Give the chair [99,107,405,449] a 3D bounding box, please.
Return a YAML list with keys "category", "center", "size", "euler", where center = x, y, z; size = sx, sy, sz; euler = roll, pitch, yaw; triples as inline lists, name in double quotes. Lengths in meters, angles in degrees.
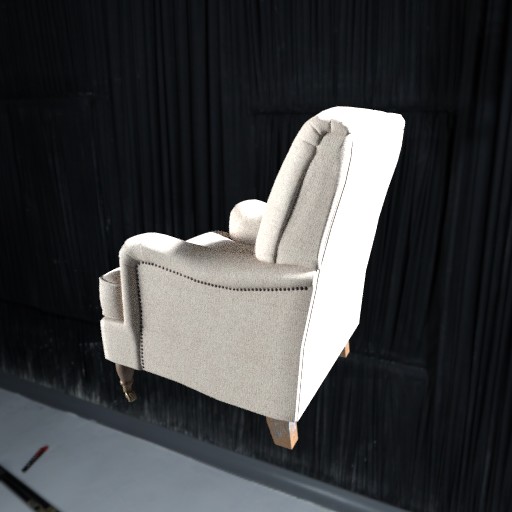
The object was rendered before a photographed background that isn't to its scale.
- category: "chair"
  center: [0.000, 0.000, 1.783]
  size: [0.953, 1.119, 0.879]
  euler: [8, 18, 25]
